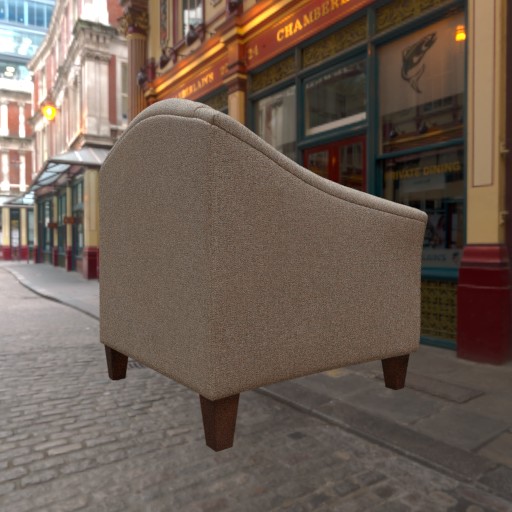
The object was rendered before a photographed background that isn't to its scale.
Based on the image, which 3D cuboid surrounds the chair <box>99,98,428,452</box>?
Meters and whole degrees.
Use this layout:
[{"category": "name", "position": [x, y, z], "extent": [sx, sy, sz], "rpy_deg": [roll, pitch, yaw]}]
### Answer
[{"category": "chair", "position": [0.000, 0.000, 1.438], "extent": [0.787, 0.839, 0.763], "rpy_deg": [0, 1, -37]}]
